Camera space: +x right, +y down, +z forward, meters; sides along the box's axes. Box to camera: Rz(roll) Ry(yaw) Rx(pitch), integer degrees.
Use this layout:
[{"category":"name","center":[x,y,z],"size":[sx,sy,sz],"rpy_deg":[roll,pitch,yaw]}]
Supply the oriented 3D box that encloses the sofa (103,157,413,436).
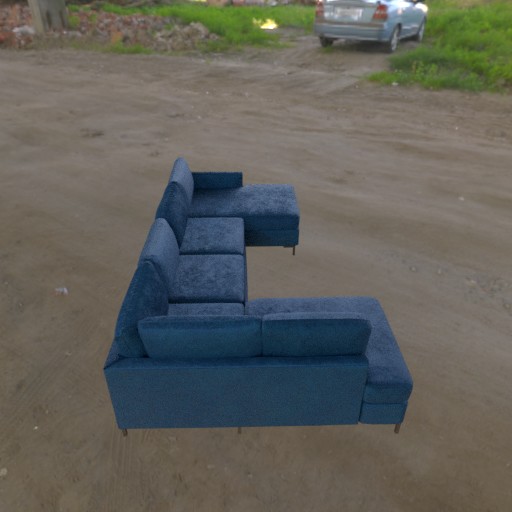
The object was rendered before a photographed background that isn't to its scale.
[{"category":"sofa","center":[0.000,0.000,4.400],"size":[2.055,0.992,3.434],"rpy_deg":[-1,32,-1]}]
